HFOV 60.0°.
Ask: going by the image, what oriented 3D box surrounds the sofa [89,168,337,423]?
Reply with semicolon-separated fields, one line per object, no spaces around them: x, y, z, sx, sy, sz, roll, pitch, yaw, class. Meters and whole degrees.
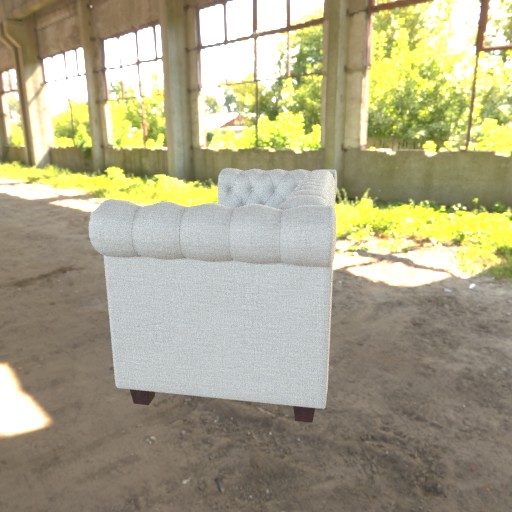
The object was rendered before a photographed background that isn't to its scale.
0.000;0.000;2.255;0.783;0.797;1.798;3;15;10;sofa
